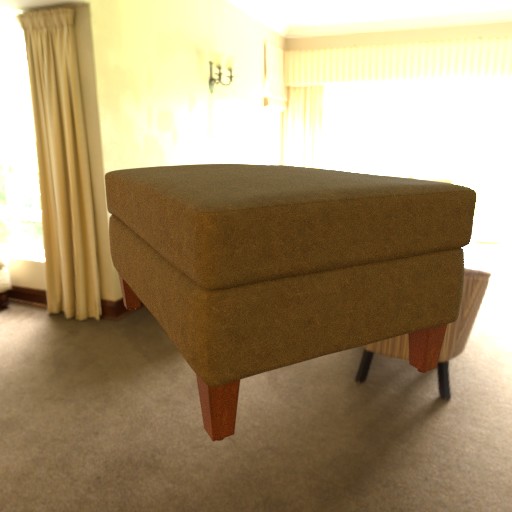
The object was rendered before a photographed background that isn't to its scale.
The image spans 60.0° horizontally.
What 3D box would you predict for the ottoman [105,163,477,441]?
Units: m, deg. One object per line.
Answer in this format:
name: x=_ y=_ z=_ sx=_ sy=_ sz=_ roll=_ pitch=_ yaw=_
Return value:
ottoman: x=0.000 y=0.000 z=1.189 sx=0.639 sy=0.464 sz=0.839 roll=-8 pitch=17 yaw=-27
